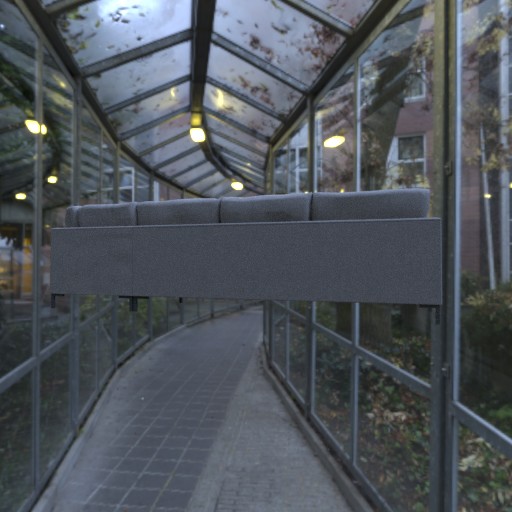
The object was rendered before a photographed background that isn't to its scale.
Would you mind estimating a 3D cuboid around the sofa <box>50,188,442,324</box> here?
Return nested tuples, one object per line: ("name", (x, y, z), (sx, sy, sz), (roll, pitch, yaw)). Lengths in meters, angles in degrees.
("sofa", (0.000, 0.000, 4.506), (3.331, 0.964, 2.077), (0, -1, 18))
